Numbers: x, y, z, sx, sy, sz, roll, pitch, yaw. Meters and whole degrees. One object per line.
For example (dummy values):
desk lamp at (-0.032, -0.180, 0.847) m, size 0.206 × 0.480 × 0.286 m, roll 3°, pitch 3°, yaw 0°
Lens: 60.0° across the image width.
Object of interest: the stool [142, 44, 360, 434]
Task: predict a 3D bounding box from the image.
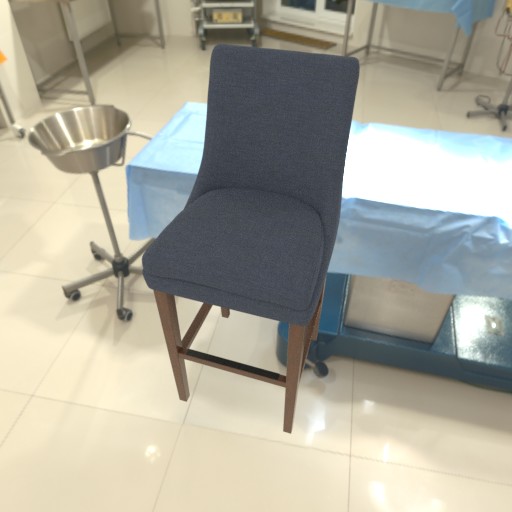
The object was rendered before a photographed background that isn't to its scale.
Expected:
stool at (0.000, 0.000, 1.386) m, size 0.470 × 1.078 × 0.577 m, roll 12°, pitch 43°, yaw 13°
